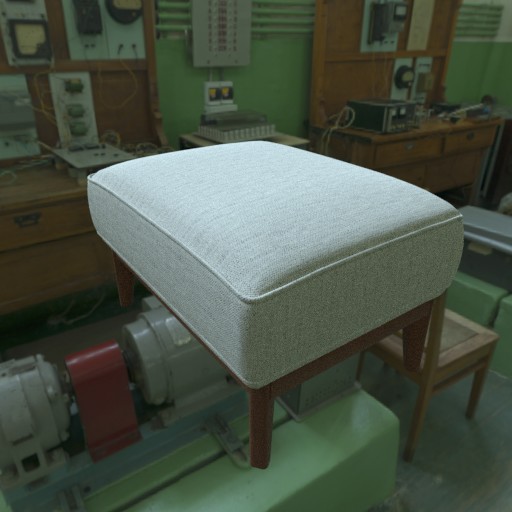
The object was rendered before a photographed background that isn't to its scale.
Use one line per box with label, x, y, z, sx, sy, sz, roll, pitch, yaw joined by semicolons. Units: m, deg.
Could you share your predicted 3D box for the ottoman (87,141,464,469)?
ottoman;0.000;0.000;1.133;0.594;0.465;0.794;-18;32;-31
